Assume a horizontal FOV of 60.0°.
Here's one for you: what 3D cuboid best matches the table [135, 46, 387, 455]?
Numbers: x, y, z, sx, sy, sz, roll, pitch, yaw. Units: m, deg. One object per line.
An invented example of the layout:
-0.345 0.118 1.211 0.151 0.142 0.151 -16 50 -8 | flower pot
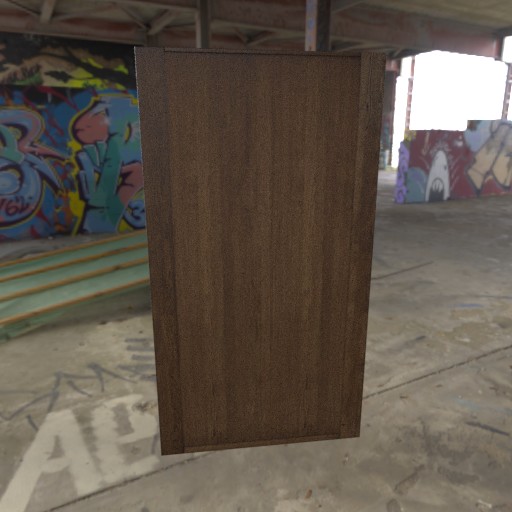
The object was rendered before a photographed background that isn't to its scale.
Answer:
0.000 0.000 2.456 1.100 2.000 0.600 -2 15 -8 | table
